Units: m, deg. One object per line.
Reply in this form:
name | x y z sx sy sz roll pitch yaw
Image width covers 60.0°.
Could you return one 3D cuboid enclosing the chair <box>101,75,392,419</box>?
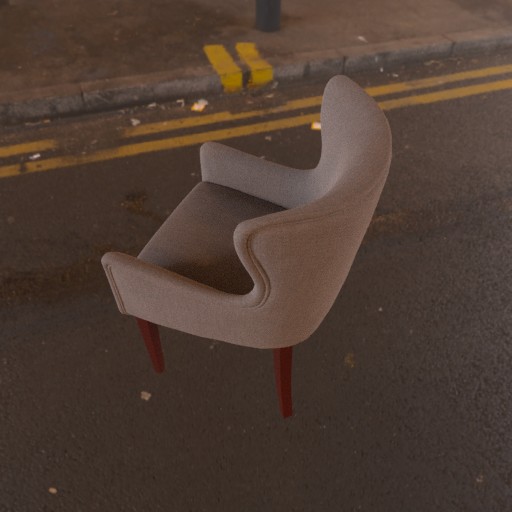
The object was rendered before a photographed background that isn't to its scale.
chair | 0.000 0.000 1.431 0.677 0.948 0.732 16 47 15
